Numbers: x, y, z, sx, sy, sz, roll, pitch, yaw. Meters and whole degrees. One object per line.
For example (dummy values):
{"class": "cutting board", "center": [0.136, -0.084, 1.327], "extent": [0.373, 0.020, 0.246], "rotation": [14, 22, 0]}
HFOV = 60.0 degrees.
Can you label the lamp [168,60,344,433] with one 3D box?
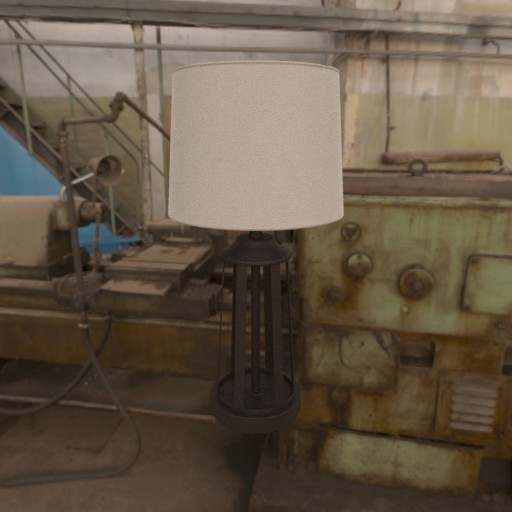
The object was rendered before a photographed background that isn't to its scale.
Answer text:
{"class": "lamp", "center": [0.000, 0.000, 0.663], "extent": [0.251, 0.509, 0.251], "rotation": [0, 16, 0]}
